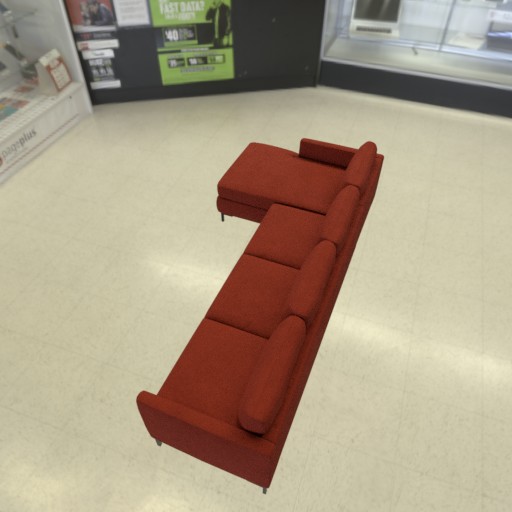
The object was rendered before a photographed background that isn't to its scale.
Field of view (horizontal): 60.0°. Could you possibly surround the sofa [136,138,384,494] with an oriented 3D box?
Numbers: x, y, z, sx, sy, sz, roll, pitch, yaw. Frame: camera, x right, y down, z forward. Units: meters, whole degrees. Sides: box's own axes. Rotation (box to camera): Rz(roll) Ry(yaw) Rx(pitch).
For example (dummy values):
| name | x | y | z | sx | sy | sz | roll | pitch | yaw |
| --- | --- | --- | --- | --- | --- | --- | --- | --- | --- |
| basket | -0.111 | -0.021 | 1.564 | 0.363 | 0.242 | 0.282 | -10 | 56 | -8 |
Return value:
| name | x | y | z | sx | sy | sz | roll | pitch | yaw |
| --- | --- | --- | --- | --- | --- | --- | --- | --- | --- |
| sofa | 0.000 | 0.000 | 2.873 | 1.136 | 0.663 | 2.467 | 16 | 48 | 15 |
